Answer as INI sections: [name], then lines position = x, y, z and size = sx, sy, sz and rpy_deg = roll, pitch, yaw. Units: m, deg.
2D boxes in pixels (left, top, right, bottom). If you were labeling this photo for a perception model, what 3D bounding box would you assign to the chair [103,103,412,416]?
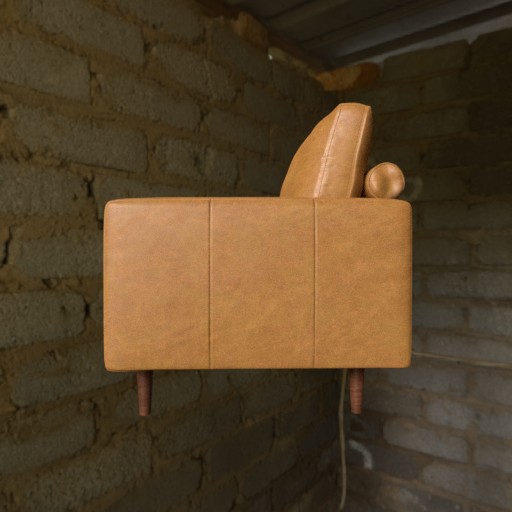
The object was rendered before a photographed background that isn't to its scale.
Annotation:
[chair]
position = 0.000, 0.000, 1.536
size = 0.868, 0.896, 0.831
rpy_deg = 0, 0, -2
